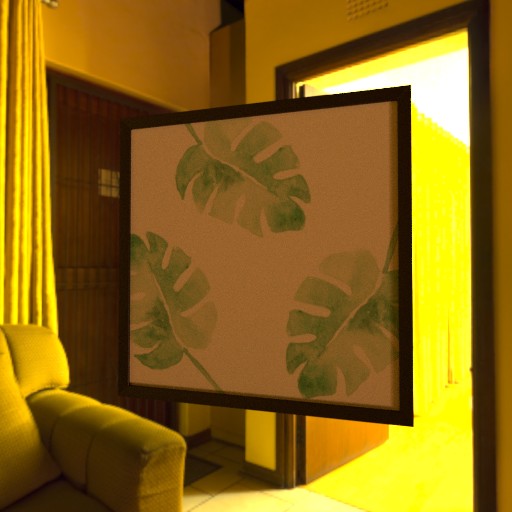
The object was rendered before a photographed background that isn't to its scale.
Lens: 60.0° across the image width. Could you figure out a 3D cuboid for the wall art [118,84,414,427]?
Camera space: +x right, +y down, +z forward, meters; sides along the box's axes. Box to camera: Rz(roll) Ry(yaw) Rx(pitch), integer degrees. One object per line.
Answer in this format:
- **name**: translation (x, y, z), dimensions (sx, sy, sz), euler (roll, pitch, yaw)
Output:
- **wall art**: translation (0.000, 0.000, 0.457), dimensions (0.304, 0.304, 0.038), euler (0, -1, 18)
